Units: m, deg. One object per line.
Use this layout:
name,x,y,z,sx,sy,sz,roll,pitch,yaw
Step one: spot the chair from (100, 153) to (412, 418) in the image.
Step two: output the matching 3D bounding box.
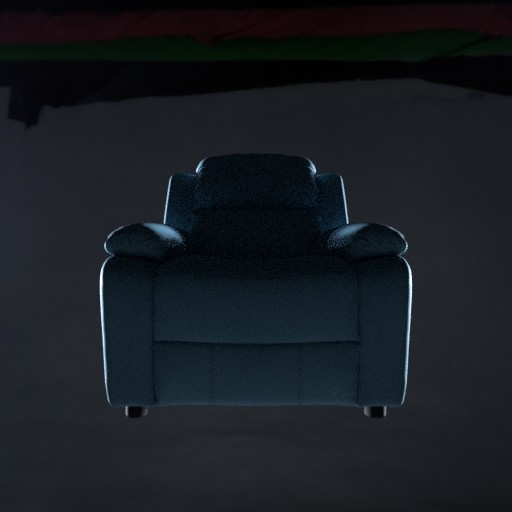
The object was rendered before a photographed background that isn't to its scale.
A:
chair,0.000,0.000,1.252,0.680,0.702,0.709,0,0,0
